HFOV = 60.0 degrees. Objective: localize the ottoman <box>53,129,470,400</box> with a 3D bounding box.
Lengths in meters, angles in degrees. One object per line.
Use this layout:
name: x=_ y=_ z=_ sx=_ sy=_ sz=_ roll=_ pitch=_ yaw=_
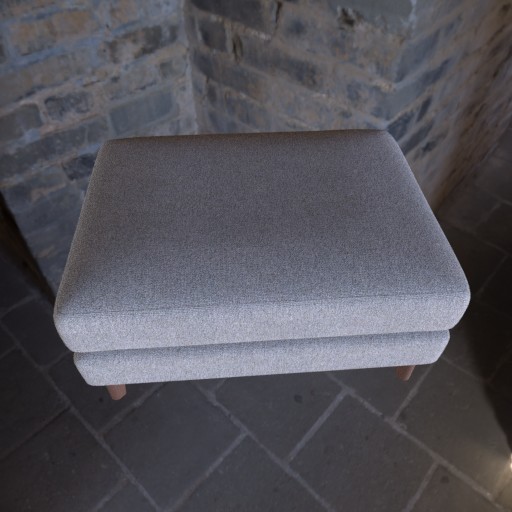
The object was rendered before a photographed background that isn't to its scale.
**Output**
ottoman: x=0.000 y=0.000 z=1.164 sx=0.821 sy=0.441 sz=0.611 roll=-3 pitch=47 yaw=-3
